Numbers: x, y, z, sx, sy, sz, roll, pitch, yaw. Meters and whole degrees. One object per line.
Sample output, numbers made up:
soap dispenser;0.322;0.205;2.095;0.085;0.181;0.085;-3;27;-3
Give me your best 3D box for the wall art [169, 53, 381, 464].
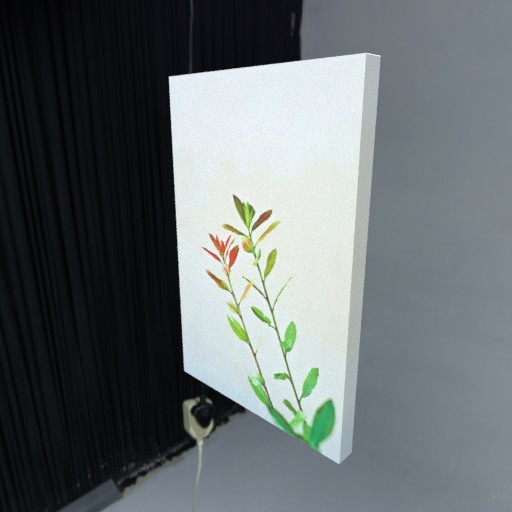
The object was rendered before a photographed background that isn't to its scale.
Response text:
wall art;0.000;0.000;0.778;0.408;0.611;0.038;15;22;42
